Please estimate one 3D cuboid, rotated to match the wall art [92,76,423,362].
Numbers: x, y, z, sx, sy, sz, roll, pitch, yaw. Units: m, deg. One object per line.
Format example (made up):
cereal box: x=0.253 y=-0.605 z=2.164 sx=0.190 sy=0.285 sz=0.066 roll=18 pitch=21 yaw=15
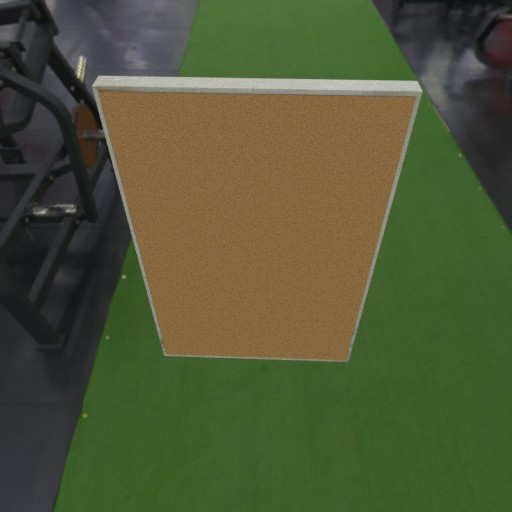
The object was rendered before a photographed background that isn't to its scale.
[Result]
wall art: x=0.000 y=0.000 z=0.963 sx=0.508 sy=0.764 sz=0.038 roll=2 pitch=45 yaw=2
